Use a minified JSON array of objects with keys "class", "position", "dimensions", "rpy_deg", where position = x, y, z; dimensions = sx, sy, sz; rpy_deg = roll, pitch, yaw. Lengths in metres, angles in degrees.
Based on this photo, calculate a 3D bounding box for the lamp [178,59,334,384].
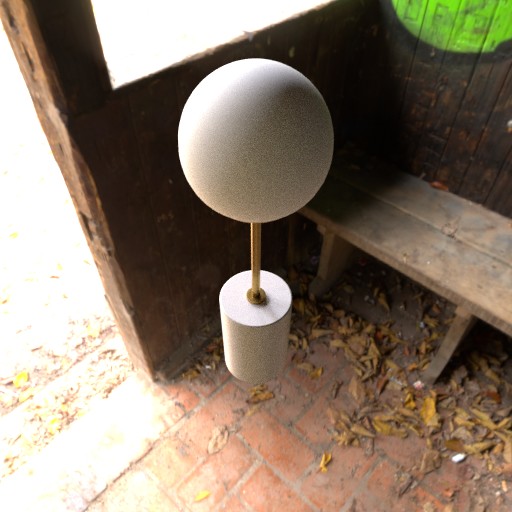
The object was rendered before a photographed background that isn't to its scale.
[{"class":"lamp","position":[0.000,0.000,0.560],"dimensions":[0.153,0.480,0.153],"rpy_deg":[0,46,0]}]
